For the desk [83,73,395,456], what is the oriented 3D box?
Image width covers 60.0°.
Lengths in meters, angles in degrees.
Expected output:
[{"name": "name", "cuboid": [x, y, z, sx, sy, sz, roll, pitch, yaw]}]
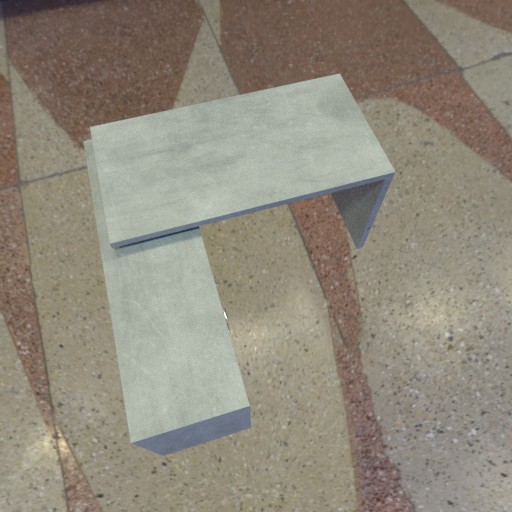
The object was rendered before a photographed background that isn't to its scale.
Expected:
[{"name": "desk", "cuboid": [0.000, 0.000, 2.289, 1.400, 0.740, 1.500, -15, 63, -8]}]
